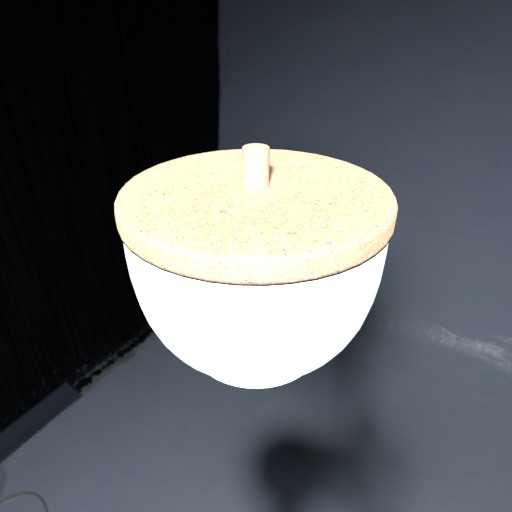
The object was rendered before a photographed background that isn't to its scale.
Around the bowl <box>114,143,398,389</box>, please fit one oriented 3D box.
[{"bbox_3d":[0.000,0.000,0.221,0.126,0.110,0.126,0,30,0],"label":"bowl"}]
